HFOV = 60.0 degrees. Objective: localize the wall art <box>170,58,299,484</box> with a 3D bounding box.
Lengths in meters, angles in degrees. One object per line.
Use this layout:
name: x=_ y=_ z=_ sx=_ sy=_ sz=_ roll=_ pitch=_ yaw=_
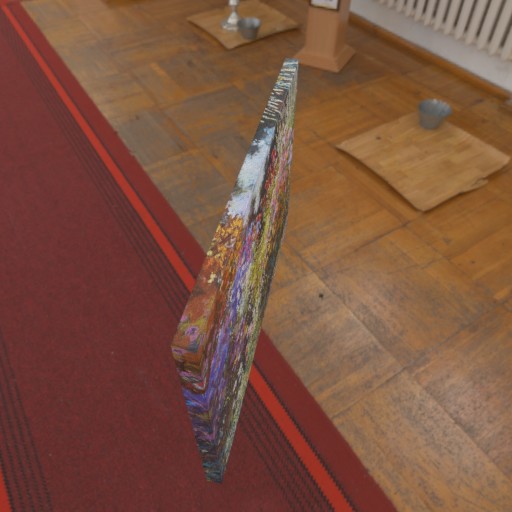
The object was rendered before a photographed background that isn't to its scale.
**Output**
wall art: x=0.000 y=0.000 z=1.117 sx=0.037 sy=0.604 sz=0.908 roll=9 pitch=48 yaw=8
